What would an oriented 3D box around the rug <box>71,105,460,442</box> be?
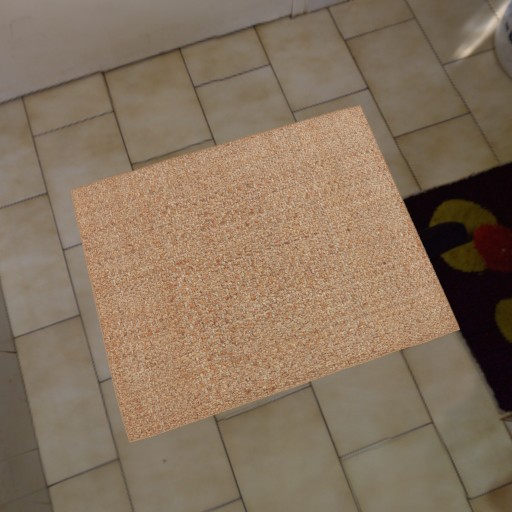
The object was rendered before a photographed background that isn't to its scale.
[{"bbox_3d":[0.000,0.000,4.127,3.048,0.013,2.439,-17,75,-5],"label":"rug"}]
